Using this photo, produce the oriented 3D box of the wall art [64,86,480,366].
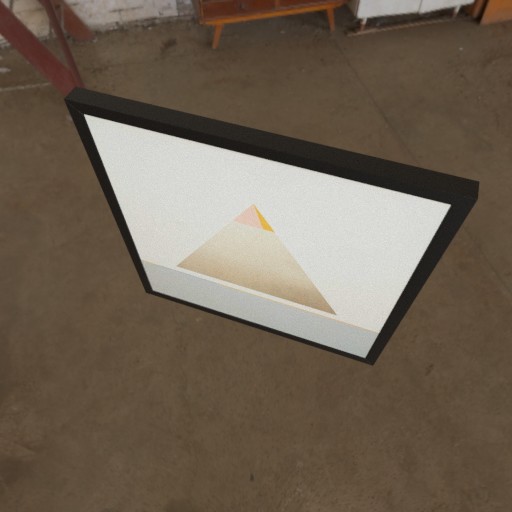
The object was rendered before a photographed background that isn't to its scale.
[{"bbox_3d":[0.000,0.000,0.741,0.513,0.511,0.028,16,58,11],"label":"wall art"}]
